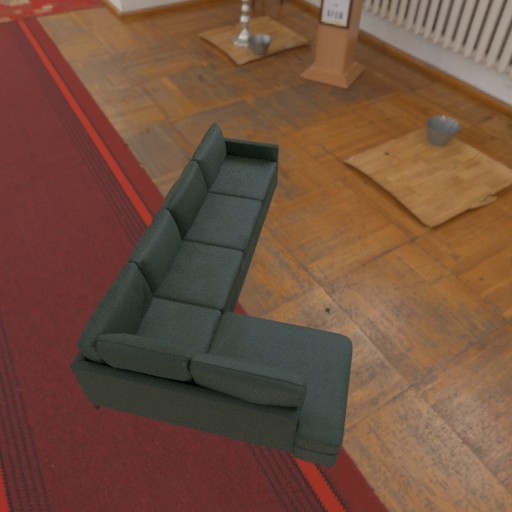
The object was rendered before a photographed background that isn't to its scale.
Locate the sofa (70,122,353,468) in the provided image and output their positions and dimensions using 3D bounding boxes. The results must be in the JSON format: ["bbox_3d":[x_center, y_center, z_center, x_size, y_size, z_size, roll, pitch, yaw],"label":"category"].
[{"bbox_3d":[0.000,0.000,4.388,2.048,0.996,3.384,10,47,10],"label":"sofa"}]
